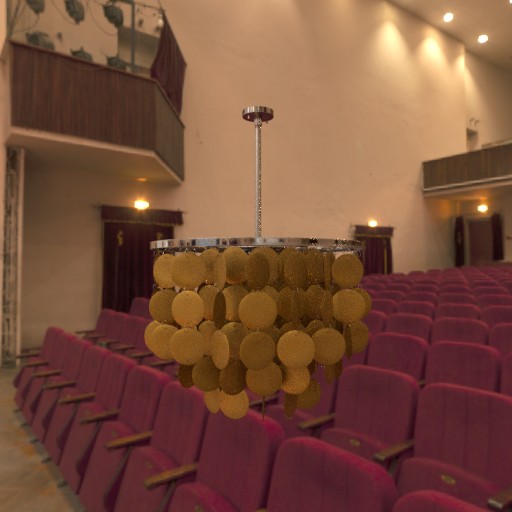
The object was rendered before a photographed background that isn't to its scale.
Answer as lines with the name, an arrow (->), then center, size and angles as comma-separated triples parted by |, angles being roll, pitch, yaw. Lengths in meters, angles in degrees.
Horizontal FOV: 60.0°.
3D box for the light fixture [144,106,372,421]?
light fixture -> 0.000, 0.000, 0.745 | 0.368, 0.492, 0.368 | 0, -1, 0
